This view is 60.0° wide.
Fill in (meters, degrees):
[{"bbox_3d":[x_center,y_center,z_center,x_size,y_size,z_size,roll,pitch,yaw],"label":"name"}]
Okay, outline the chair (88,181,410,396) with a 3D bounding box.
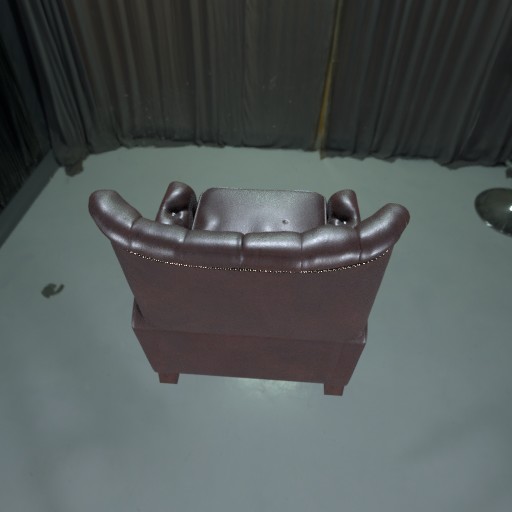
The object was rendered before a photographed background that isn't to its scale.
[{"bbox_3d":[0.000,0.000,1.442,0.709,0.864,0.823,3,46,3],"label":"chair"}]
